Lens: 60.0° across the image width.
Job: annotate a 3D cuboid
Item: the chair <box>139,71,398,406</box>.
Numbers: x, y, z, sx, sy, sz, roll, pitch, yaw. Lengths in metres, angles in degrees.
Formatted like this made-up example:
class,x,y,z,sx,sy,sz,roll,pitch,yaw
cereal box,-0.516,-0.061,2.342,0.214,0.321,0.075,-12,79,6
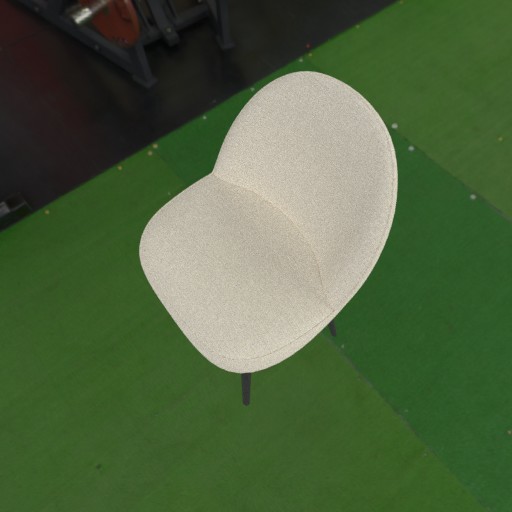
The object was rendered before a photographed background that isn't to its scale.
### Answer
class,x,y,z,sx,sy,sz,roll,pitch,yaw
chair,0.000,0.000,1.182,0.540,0.838,0.532,-34,68,-16
